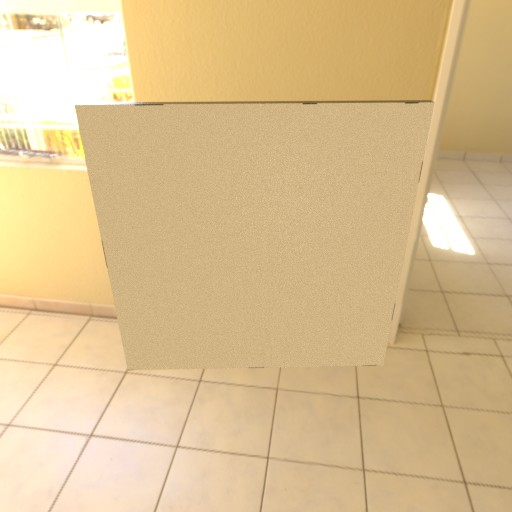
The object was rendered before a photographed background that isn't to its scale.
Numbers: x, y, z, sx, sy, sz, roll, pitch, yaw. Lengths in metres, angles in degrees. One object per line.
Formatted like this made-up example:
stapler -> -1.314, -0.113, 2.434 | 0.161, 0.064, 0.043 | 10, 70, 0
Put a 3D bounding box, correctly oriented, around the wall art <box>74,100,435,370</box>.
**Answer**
wall art -> 0.000, 0.000, 0.665 | 0.446, 0.445, 0.014 | -1, 30, -1
